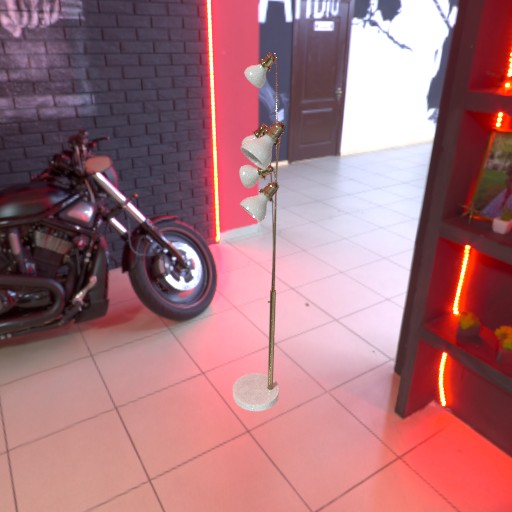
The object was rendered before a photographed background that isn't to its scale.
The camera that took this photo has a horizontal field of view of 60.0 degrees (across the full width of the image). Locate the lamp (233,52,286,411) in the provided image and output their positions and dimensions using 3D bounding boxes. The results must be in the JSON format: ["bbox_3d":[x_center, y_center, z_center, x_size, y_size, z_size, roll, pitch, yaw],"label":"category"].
[{"bbox_3d":[0.000,0.000,2.914,0.361,2.423,1.405,0,26,0],"label":"lamp"}]
